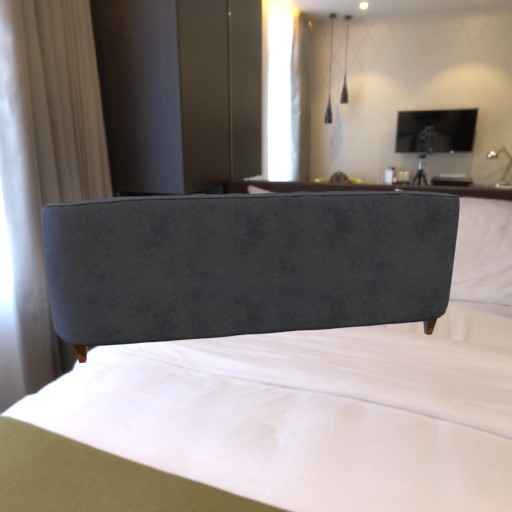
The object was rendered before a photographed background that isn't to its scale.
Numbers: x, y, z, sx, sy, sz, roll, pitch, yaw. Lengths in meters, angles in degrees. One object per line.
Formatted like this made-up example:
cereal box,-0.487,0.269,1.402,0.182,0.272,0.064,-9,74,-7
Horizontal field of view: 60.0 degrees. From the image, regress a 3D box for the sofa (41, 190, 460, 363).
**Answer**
sofa,0.000,0.000,2.679,2.278,0.855,0.941,-3,15,-10
